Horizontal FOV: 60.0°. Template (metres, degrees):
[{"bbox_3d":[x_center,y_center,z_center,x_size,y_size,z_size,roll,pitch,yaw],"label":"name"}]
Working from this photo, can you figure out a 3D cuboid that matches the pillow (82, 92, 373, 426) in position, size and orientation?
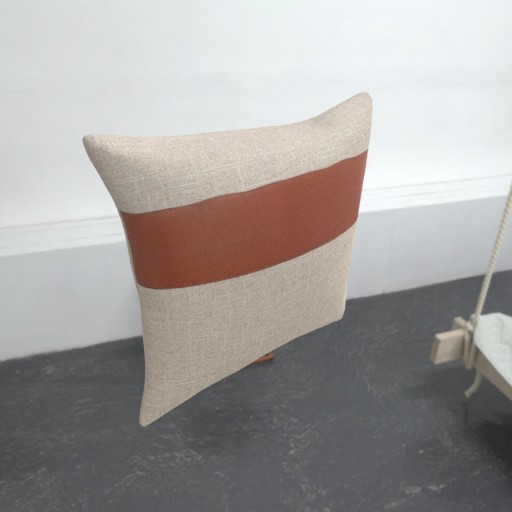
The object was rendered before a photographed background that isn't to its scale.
[{"bbox_3d":[0.000,0.000,0.623,0.414,0.399,0.173,-21,35,-33],"label":"pillow"}]
